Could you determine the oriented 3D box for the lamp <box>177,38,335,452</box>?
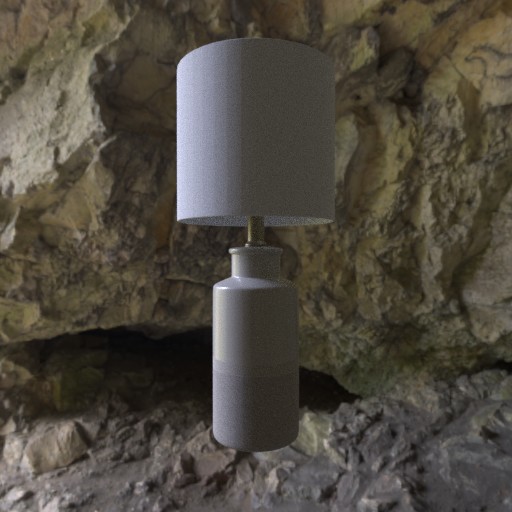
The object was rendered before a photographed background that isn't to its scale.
[{"bbox_3d":[0.000,0.000,0.606,0.212,0.493,0.212,0,1,-18],"label":"lamp"}]
